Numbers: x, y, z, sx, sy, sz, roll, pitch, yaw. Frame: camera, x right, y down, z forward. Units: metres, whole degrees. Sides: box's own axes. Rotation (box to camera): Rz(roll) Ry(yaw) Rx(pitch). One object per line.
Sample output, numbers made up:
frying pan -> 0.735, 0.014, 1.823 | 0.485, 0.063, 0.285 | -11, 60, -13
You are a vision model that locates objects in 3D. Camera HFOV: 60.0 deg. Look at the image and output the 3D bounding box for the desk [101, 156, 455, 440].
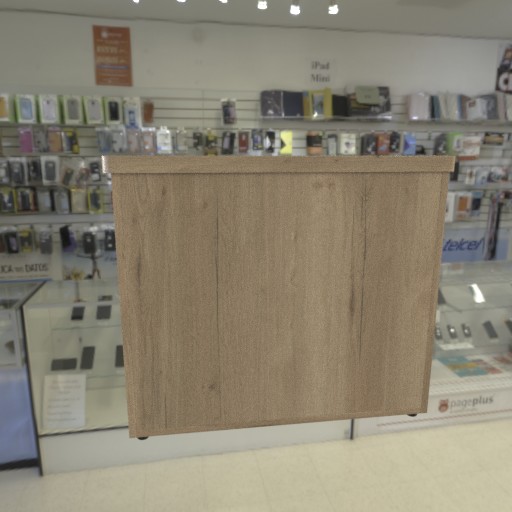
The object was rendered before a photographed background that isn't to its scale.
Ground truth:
desk -> 0.000, 0.000, 1.733 | 0.900, 0.760, 1.169 | -2, 13, -8
